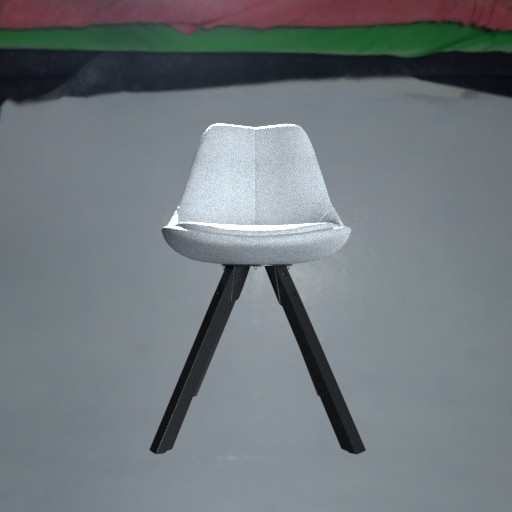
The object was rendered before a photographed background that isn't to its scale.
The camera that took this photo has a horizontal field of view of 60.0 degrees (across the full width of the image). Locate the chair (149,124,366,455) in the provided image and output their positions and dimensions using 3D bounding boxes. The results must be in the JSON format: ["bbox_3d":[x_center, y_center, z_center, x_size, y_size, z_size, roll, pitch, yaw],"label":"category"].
[{"bbox_3d":[0.000,0.000,1.178,0.485,0.850,0.550,0,-1,-1],"label":"chair"}]
